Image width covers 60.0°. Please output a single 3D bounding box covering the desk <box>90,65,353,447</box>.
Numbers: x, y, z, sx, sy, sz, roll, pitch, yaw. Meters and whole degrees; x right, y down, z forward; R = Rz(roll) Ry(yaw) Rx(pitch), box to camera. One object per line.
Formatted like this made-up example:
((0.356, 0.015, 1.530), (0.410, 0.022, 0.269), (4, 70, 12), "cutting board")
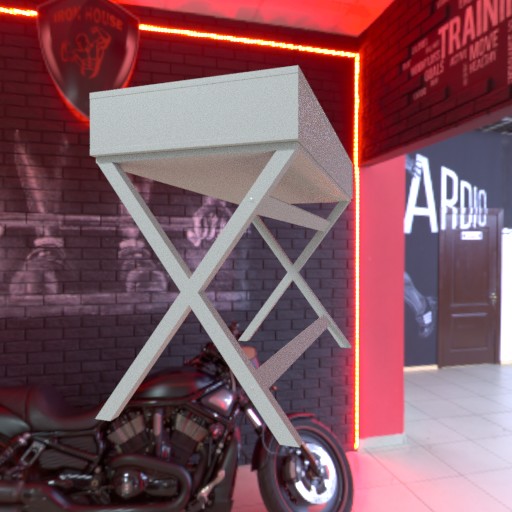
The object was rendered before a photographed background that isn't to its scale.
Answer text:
((0.000, 0.000, 1.480), (0.525, 0.780, 1.057), (0, 1, 18), "desk")
